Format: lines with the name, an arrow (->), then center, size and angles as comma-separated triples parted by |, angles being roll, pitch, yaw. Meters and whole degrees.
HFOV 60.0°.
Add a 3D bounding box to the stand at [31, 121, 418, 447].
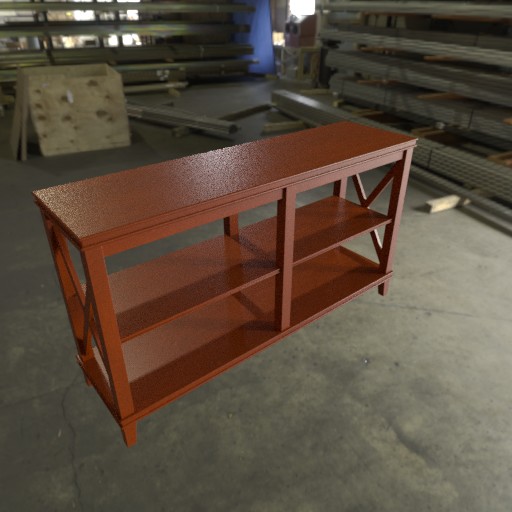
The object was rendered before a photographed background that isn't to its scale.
stand -> 0.000, 0.000, 1.720 | 1.372, 0.762, 0.381 | -22, 37, -33
